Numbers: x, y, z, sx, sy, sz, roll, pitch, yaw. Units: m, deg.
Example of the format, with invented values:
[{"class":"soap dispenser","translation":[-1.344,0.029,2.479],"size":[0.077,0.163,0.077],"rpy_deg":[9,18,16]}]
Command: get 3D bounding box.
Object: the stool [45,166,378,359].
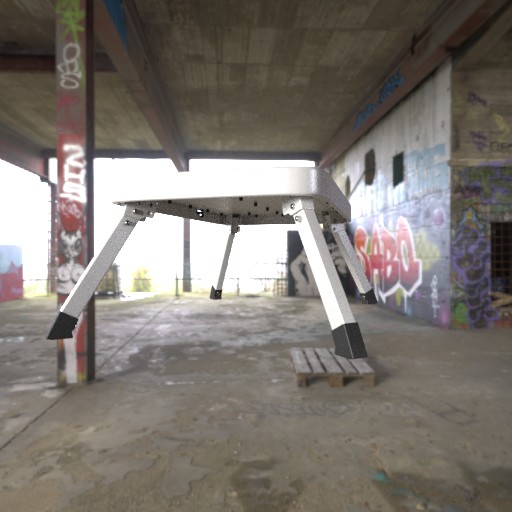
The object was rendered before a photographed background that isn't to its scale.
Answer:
[{"class":"stool","translation":[0.000,0.000,0.619],"size":[0.320,0.170,0.460],"rpy_deg":[0,0,16]}]
